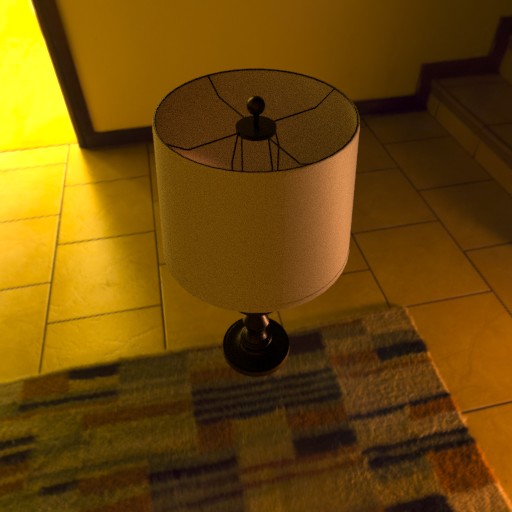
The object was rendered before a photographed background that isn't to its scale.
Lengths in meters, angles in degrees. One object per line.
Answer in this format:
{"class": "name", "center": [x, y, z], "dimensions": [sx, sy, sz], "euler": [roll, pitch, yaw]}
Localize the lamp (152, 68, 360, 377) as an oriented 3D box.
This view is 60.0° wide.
{"class": "lamp", "center": [0.000, 0.000, 0.960], "dimensions": [0.383, 0.726, 0.383], "euler": [0, 46, 0]}
